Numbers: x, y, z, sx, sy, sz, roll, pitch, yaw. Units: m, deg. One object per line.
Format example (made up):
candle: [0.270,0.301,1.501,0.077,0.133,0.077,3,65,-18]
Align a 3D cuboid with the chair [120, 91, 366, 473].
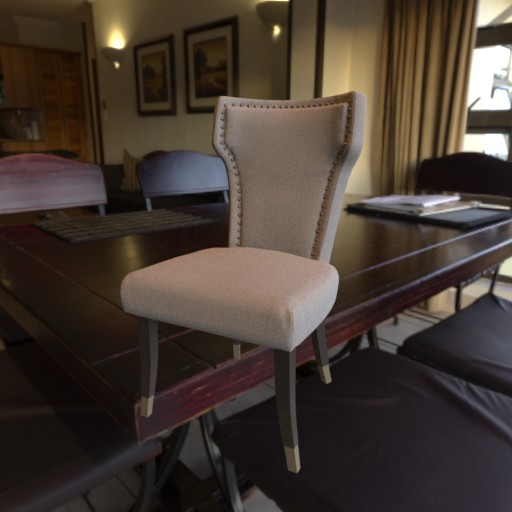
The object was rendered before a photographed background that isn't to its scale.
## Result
chair: [0.000,0.000,1.337,0.526,0.950,0.630,8,17,27]
